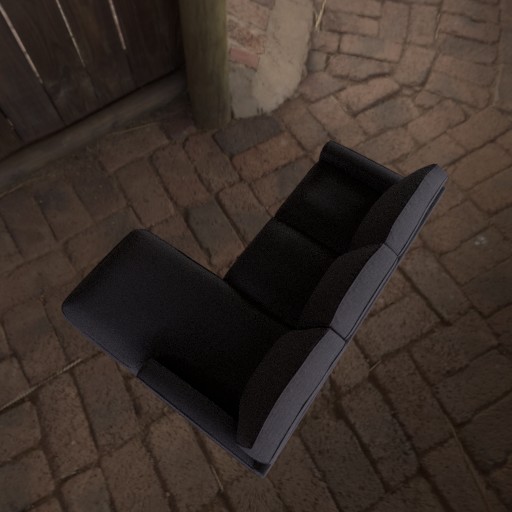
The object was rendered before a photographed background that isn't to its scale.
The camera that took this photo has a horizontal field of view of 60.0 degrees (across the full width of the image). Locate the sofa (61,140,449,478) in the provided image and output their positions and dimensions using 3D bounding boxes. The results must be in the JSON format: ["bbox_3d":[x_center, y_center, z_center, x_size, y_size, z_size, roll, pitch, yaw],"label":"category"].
[{"bbox_3d":[0.000,0.000,3.290,1.790,0.973,2.370,32,68,15],"label":"sofa"}]
